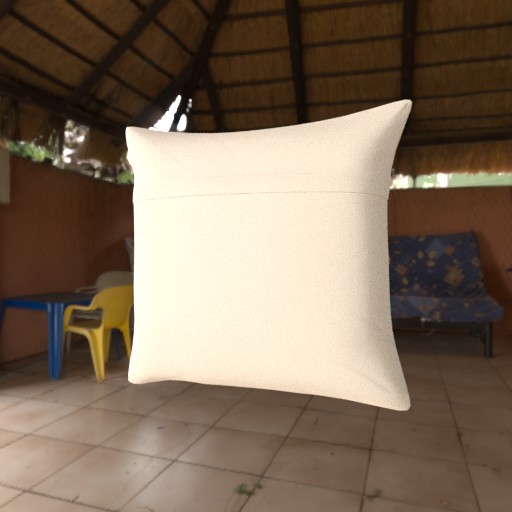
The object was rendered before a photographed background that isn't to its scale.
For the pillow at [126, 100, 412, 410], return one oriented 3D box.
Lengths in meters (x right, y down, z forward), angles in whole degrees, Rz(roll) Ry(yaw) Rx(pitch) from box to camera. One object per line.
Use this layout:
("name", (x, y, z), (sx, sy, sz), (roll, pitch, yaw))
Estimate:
("pillow", (0.000, 0.000, 0.757), (0.501, 0.477, 0.192), (0, 1, 18))
